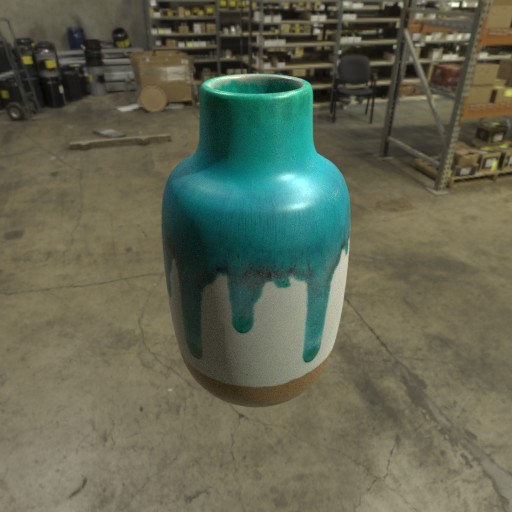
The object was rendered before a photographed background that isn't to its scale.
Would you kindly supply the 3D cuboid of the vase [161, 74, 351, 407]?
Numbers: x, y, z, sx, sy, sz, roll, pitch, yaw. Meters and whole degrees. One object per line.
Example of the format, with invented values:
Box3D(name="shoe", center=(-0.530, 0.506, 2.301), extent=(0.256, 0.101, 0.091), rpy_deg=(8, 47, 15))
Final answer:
Box3D(name="vase", center=(0.000, 0.000, 0.259), extent=(0.106, 0.192, 0.106), rpy_deg=(0, 32, 0))
